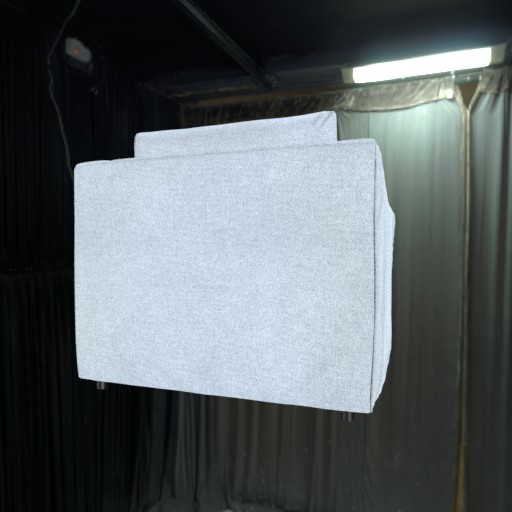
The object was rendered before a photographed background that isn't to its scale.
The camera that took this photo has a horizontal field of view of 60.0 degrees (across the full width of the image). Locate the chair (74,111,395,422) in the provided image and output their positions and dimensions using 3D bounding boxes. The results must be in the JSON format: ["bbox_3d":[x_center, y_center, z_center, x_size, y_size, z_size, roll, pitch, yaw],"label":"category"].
[{"bbox_3d":[0.000,0.000,2.049,1.194,1.059,1.071,0,1,20],"label":"chair"}]
